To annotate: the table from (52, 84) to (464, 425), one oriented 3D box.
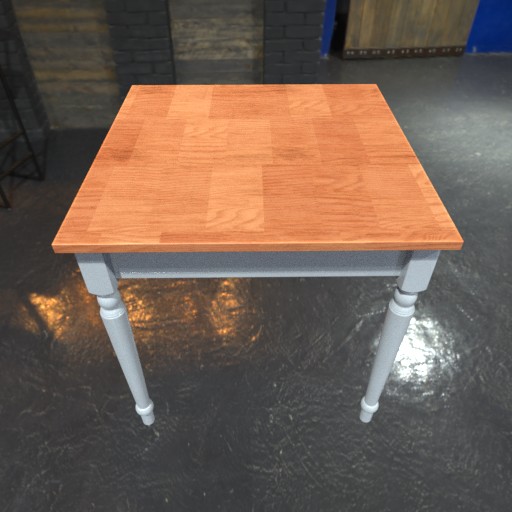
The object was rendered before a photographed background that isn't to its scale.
[{"bbox_3d":[0.000,0.000,1.325,0.747,0.738,0.747,0,42,-1],"label":"table"}]
